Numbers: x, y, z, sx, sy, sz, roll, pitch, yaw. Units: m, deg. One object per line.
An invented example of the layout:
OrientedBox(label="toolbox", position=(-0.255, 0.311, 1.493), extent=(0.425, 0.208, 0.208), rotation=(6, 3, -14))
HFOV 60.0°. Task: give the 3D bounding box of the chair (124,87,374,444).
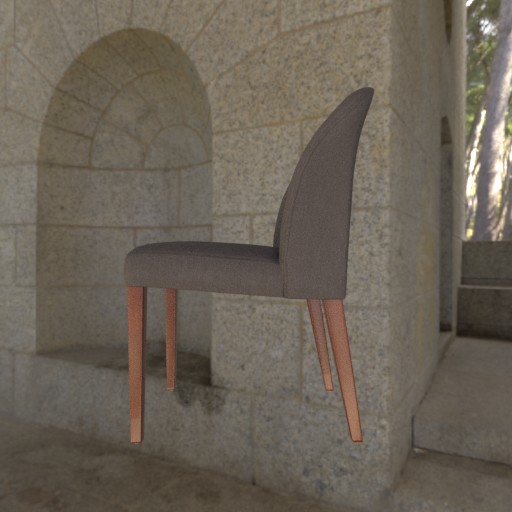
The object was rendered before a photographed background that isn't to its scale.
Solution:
OrientedBox(label="chair", position=(0.000, 0.000, 1.246), extent=(0.619, 0.879, 0.506), rotation=(0, 0, 0))
